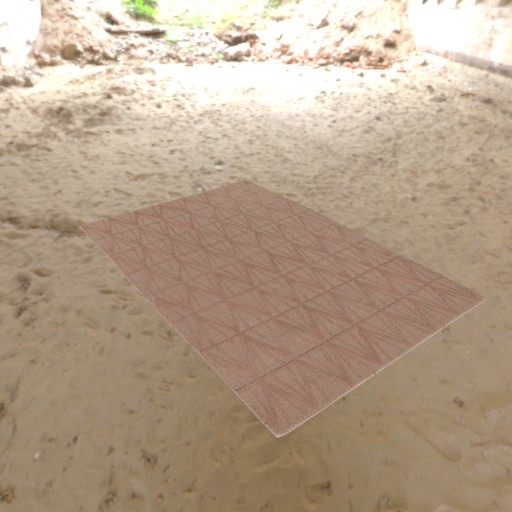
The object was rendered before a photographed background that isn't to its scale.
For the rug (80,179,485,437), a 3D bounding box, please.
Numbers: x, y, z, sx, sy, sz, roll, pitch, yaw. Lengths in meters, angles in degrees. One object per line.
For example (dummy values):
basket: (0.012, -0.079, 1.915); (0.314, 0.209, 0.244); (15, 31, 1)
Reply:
rug: (0.000, 0.000, 2.301); (1.230, 0.025, 1.837); (-21, 36, -31)
